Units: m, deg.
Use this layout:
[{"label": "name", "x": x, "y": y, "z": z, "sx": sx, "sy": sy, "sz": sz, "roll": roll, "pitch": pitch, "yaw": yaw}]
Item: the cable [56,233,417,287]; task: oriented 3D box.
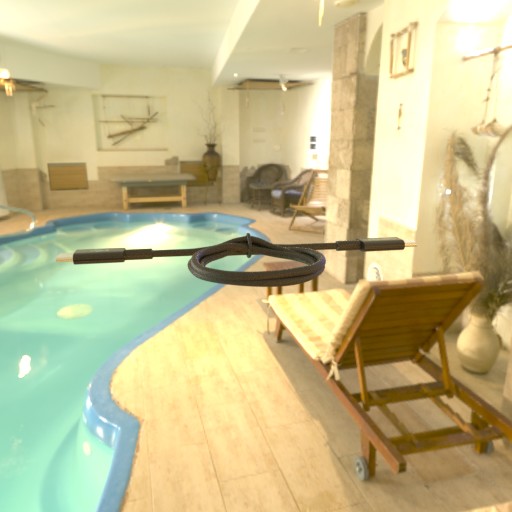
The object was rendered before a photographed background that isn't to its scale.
[{"label": "cable", "x": 0.000, "y": 0.000, "z": 0.225, "sx": 0.203, "sy": 0.014, "sz": 0.070, "roll": -3, "pitch": 15, "yaw": -10}]
